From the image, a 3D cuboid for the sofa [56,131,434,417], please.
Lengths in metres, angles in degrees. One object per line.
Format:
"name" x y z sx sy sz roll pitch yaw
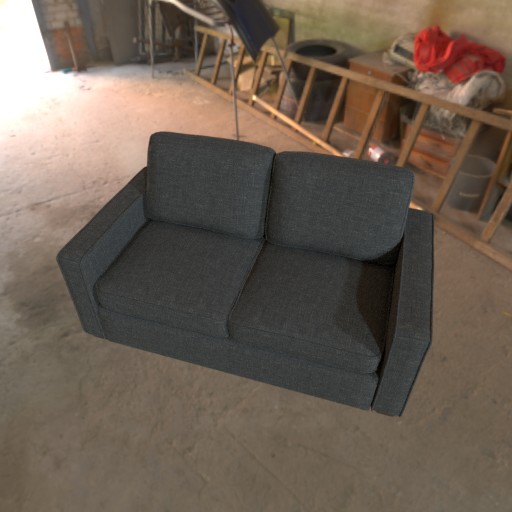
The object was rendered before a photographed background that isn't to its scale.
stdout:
"sofa" 0.000 0.000 2.296 1.709 0.918 0.947 12 42 13
